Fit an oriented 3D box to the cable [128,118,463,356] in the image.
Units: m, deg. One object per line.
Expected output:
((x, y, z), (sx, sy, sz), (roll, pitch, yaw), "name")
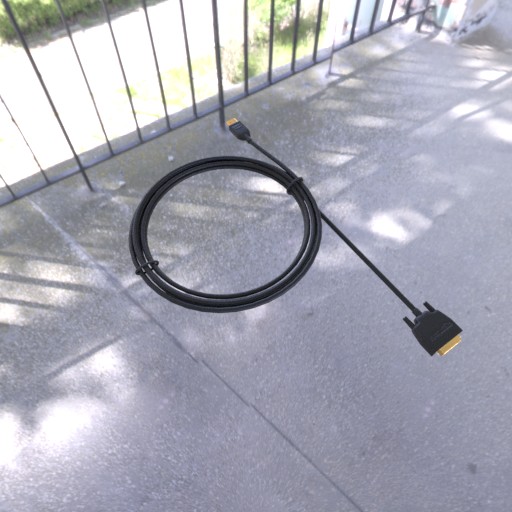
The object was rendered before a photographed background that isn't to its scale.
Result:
((0.000, 0.000, 0.525), (0.257, 0.030, 0.422), (-31, 63, -18), "cable")
